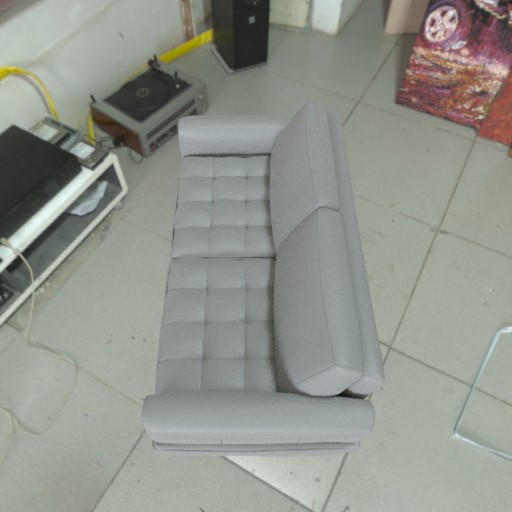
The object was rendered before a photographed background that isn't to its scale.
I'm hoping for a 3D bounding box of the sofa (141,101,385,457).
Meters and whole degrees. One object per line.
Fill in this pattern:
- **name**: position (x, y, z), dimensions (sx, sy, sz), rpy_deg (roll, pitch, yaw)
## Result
- **sofa**: position (0.000, 0.000, 2.679), dimensions (1.121, 0.930, 2.177), rpy_deg (0, 57, 0)
